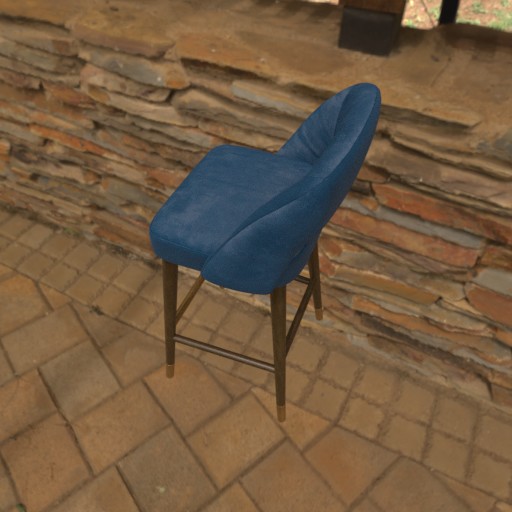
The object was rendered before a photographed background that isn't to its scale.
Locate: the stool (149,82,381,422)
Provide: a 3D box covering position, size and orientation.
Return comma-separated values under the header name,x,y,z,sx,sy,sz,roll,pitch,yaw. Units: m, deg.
name,x,y,z,sx,sy,sz,roll,pitch,yaw
stool,0.000,0.000,1.304,0.515,1.016,0.514,17,49,15
